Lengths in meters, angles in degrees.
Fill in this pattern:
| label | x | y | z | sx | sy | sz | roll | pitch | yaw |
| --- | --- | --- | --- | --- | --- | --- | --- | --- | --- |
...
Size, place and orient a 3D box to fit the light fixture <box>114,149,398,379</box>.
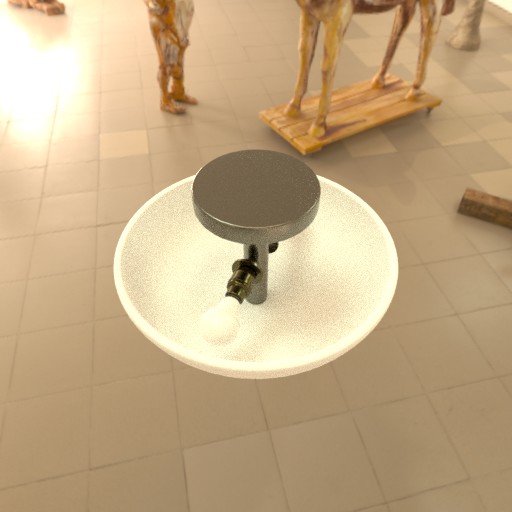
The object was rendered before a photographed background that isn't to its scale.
| label | x | y | z | sx | sy | sz | roll | pitch | yaw |
| --- | --- | --- | --- | --- | --- | --- | --- | --- | --- |
| light fixture | 0.000 | 0.000 | 0.538 | 0.330 | 0.214 | 0.330 | 0 | 46 | 0 |
